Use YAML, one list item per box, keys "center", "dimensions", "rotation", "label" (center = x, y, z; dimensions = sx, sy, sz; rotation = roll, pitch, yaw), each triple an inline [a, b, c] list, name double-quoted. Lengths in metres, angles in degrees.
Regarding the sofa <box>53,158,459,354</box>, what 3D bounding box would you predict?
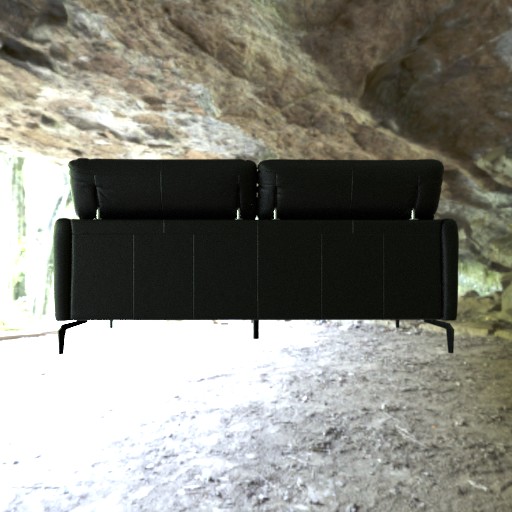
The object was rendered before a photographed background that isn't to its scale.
- center: [0.000, 0.000, 2.560]
  dimensions: [2.069, 0.957, 0.856]
  rotation: [0, 0, -1]
  label: "sofa"
